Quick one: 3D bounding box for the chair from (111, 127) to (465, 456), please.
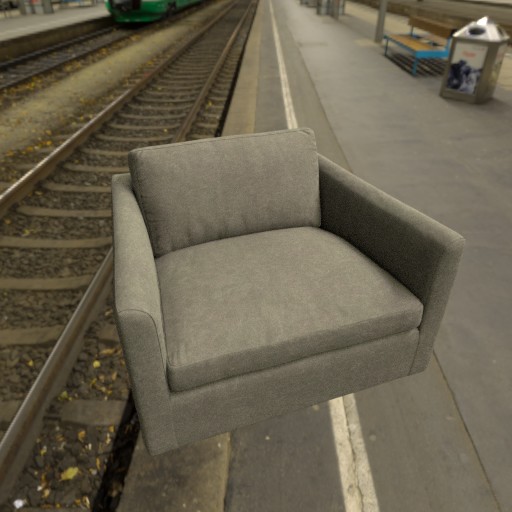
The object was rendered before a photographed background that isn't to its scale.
[{"bbox_3d":[0.000,0.000,1.907,1.190,0.845,1.091,-11,34,-17],"label":"chair"}]
